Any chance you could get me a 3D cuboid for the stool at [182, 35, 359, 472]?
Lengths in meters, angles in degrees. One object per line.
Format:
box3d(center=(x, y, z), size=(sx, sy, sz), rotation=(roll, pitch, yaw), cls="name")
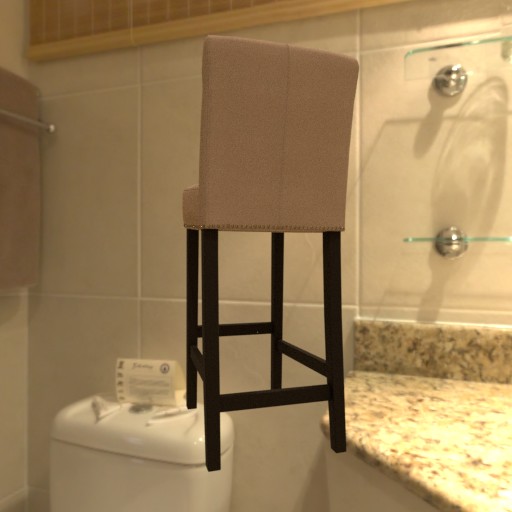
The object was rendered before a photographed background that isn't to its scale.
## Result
box3d(center=(0.000, 0.000, 1.327), size=(0.411, 1.047, 0.548), rotation=(0, 0, -18), cls="stool")
